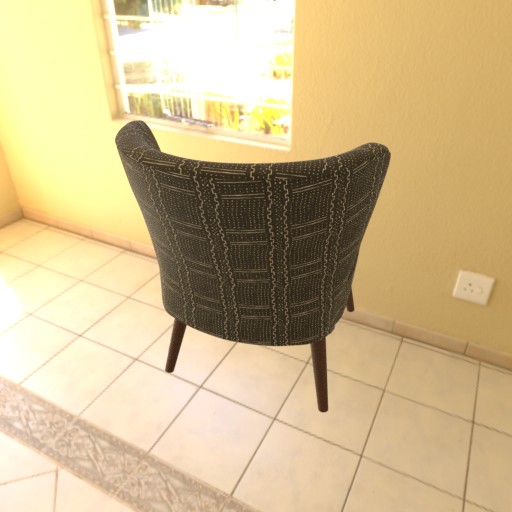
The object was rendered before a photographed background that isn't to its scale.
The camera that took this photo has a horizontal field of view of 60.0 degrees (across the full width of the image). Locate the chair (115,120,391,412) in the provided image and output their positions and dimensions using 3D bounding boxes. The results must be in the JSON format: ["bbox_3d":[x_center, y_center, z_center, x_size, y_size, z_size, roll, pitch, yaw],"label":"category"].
[{"bbox_3d":[0.000,0.000,1.399,0.710,0.866,0.758,10,34,15],"label":"chair"}]
